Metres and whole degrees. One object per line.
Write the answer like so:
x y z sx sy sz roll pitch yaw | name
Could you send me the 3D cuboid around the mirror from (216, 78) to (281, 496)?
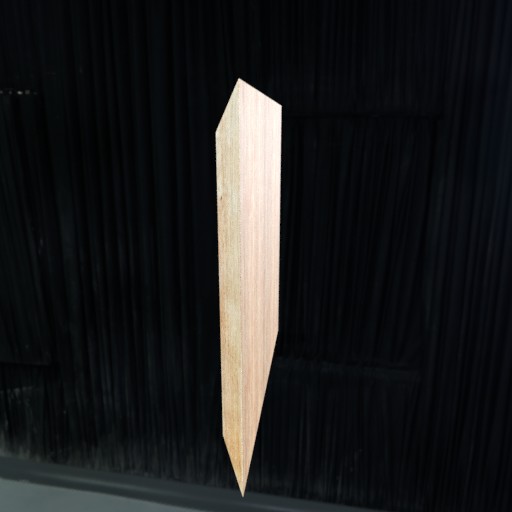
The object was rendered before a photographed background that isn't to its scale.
0.000 0.000 0.962 0.047 0.651 0.651 2 16 8 | mirror
